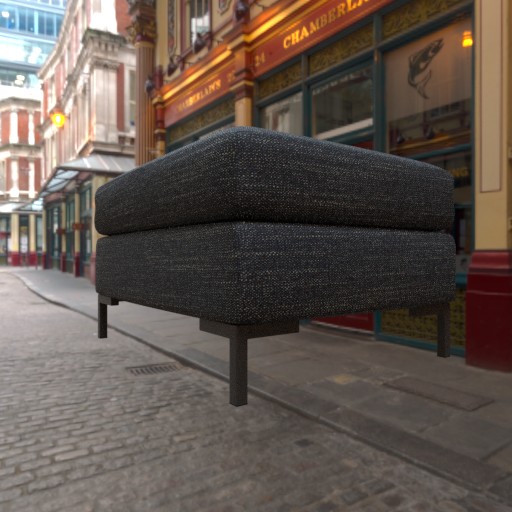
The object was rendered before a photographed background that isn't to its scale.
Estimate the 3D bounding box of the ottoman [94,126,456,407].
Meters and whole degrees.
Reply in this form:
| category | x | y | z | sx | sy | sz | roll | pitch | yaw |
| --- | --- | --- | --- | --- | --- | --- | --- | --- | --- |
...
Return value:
| category | x | y | z | sx | sy | sz | roll | pitch | yaw |
| --- | --- | --- | --- | --- | --- | --- | --- | --- | --- |
| ottoman | 0.000 | 0.000 | 1.208 | 0.667 | 0.491 | 0.814 | 0 | 0 | -36 |
